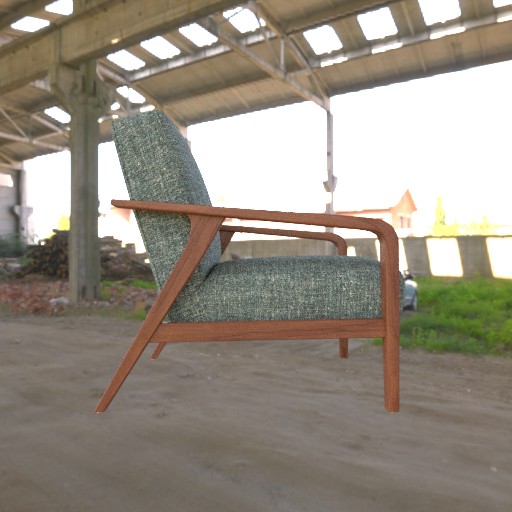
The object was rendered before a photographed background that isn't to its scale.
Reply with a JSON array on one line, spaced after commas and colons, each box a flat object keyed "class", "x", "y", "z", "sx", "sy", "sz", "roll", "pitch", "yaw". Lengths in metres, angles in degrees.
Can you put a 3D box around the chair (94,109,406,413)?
[{"class": "chair", "x": 0.000, "y": 0.000, "z": 1.556, "sx": 0.889, "sy": 0.864, "sz": 0.719, "roll": 0, "pitch": 0, "yaw": 0}]
